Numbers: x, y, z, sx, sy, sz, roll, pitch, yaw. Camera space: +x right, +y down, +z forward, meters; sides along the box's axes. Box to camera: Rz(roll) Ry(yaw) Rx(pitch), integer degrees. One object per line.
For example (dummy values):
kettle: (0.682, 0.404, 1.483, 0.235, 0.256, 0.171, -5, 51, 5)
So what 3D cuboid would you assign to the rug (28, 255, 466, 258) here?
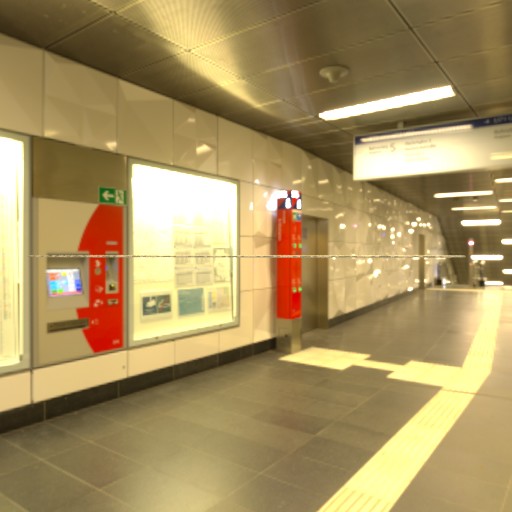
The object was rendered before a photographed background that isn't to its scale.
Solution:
rug: (0.000, 0.000, 3.041, 2.410, 0.011, 1.539, 0, 0, 17)
